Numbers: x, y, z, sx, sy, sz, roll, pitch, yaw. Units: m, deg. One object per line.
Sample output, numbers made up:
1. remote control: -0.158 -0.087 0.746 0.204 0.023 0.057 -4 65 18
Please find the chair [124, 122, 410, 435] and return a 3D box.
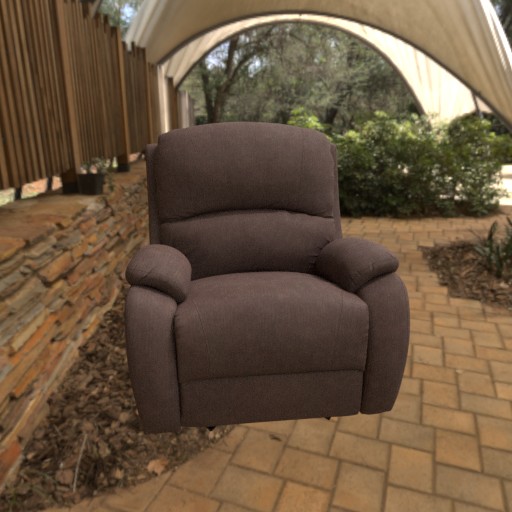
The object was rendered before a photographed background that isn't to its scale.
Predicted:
1. chair: 0.000 0.000 1.742 0.930 1.011 0.899 -2 17 -8
